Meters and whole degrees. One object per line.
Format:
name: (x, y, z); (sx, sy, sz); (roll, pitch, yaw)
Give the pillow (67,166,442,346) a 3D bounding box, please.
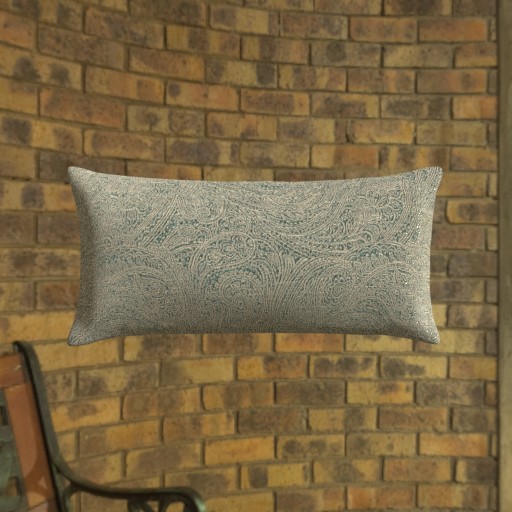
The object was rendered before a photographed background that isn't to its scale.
pillow: (0.000, 0.000, 0.727); (0.615, 0.295, 0.151); (0, 0, -1)
